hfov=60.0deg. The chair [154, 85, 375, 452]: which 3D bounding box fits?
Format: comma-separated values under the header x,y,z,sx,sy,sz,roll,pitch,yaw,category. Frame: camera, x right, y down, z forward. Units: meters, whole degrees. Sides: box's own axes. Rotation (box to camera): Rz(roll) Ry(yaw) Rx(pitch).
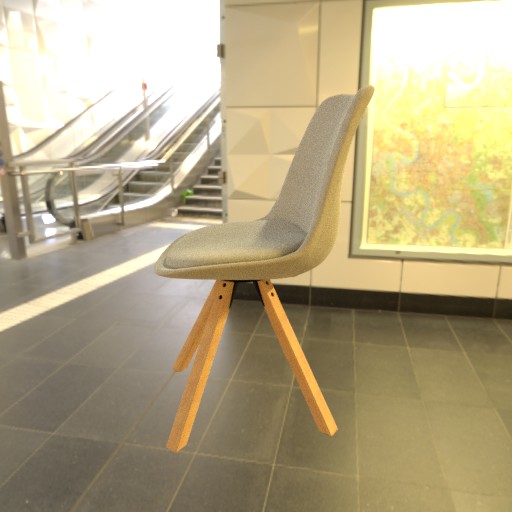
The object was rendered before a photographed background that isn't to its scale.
x,y,z,sx,sy,sz,roll,pitch,yaw,category
0.000,0.000,1.215,0.549,0.863,0.474,-2,15,-8,chair
